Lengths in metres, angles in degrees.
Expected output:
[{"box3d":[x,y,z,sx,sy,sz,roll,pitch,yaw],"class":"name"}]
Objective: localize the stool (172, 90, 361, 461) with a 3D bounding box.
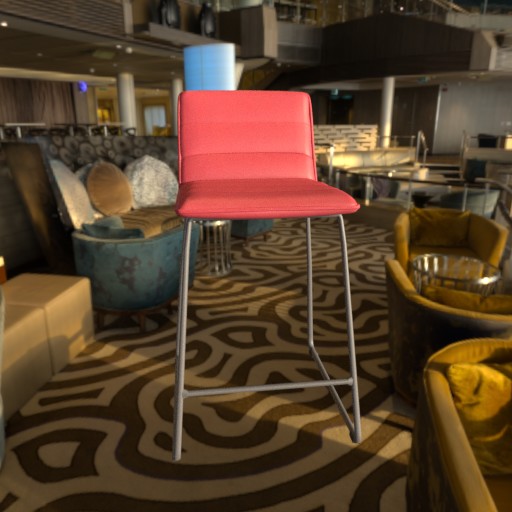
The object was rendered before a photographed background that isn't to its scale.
[{"box3d":[0.000,0.000,1.187,0.489,0.866,0.524,-2,17,-7],"class":"stool"}]
